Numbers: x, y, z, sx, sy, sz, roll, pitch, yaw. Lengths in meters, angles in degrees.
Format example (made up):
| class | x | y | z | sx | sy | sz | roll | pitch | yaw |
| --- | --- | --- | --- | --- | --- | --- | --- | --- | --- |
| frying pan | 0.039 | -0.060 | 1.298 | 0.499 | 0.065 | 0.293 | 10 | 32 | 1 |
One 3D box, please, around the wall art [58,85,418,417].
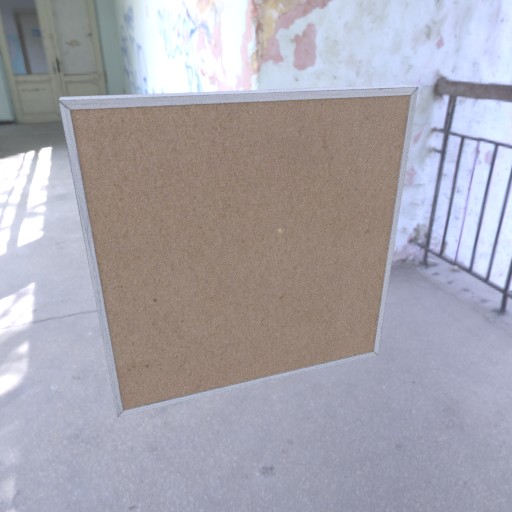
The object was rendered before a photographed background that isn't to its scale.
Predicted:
| class | x | y | z | sx | sy | sz | roll | pitch | yaw |
| --- | --- | --- | --- | --- | --- | --- | --- | --- | --- |
| wall art | 0.000 | 0.000 | 0.726 | 0.508 | 0.508 | 0.038 | -9 | 27 | -17 |
